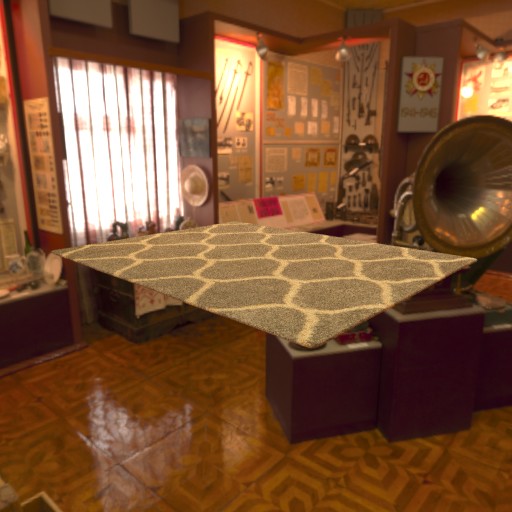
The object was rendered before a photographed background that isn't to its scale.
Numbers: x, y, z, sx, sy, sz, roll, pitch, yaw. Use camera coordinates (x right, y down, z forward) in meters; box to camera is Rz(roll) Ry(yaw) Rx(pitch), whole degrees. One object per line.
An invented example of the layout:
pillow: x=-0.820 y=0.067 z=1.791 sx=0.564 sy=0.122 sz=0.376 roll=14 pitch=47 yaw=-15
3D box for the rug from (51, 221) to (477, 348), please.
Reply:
rug: x=0.000 y=0.000 z=3.963 sx=3.000 sy=0.026 sz=2.399 roll=12 pitch=18 yaw=42
